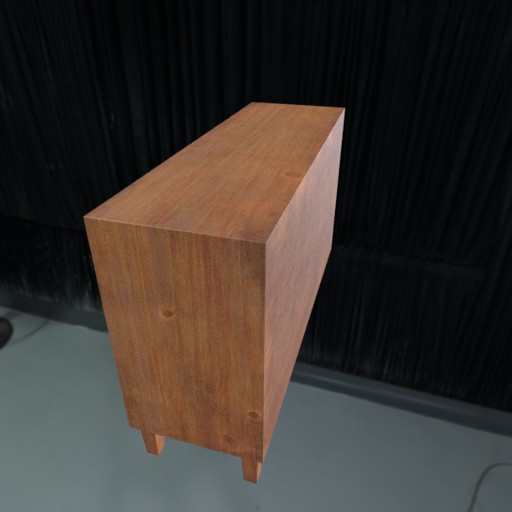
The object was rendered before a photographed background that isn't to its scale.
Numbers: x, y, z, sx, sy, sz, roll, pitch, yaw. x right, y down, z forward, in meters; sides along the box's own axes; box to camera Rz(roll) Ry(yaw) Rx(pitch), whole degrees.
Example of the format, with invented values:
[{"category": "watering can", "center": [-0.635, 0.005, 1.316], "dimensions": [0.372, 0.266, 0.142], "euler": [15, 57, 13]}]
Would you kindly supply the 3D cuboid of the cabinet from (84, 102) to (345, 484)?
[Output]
[{"category": "cabinet", "center": [0.000, 0.000, 1.586], "dimensions": [0.403, 0.805, 1.204], "euler": [9, 32, 14]}]
